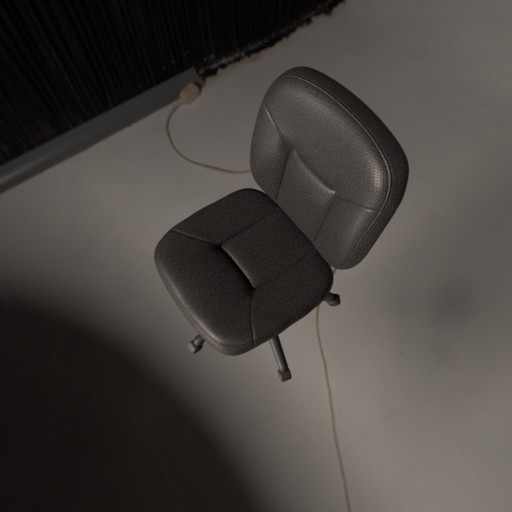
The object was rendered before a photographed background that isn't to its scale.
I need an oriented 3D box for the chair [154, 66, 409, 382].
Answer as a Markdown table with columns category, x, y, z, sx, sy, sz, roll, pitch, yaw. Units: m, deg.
| category | x | y | z | sx | sy | sz | roll | pitch | yaw |
| --- | --- | --- | --- | --- | --- | --- | --- | --- | --- |
| chair | 0.000 | 0.000 | 1.395 | 0.646 | 0.959 | 0.647 | -34 | 70 | -15 |
